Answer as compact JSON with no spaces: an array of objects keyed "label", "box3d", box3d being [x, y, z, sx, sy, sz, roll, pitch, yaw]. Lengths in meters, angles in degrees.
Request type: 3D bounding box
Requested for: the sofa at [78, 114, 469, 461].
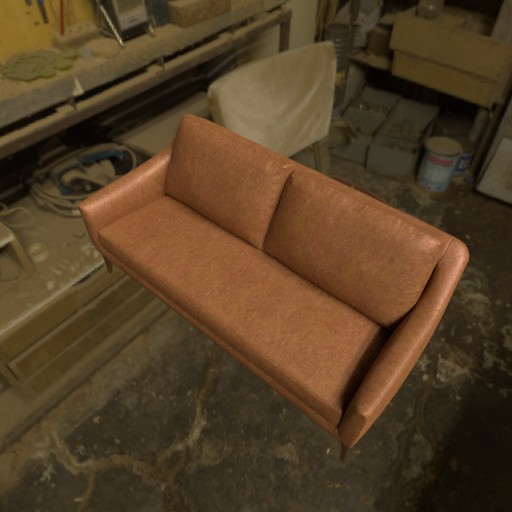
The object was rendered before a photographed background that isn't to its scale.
[{"label":"sofa","box3d":[0.000,0.000,2.553,2.036,0.945,0.981,32,54,27]}]
